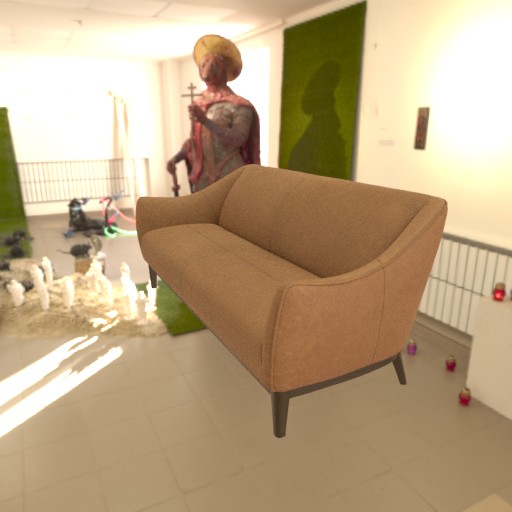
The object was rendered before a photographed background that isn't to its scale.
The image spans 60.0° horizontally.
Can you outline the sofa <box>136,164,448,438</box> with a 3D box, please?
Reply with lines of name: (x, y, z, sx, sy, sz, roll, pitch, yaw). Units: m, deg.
sofa: (0.000, 0.000, 2.409, 0.869, 0.830, 1.928, -9, 19, -26)
